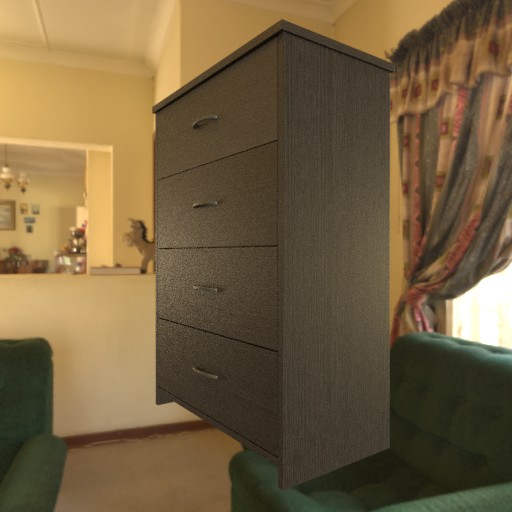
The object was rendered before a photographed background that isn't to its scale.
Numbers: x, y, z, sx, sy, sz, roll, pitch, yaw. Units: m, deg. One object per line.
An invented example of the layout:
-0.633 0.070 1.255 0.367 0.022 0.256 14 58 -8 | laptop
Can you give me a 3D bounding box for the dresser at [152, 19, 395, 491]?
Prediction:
0.000 0.000 1.346 0.399 1.020 0.704 0 0 -36 | dresser
